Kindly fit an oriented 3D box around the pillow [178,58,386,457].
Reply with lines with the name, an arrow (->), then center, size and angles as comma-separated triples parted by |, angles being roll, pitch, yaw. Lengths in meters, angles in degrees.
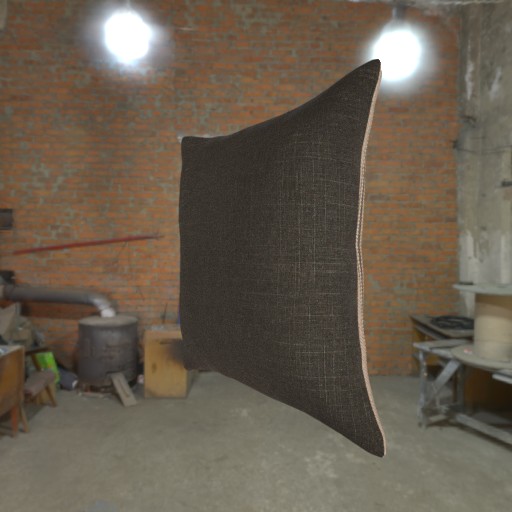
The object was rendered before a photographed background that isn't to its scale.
pillow -> 0.000, 0.000, 0.665 | 0.138, 0.444, 0.468 | -1, 1, -36
